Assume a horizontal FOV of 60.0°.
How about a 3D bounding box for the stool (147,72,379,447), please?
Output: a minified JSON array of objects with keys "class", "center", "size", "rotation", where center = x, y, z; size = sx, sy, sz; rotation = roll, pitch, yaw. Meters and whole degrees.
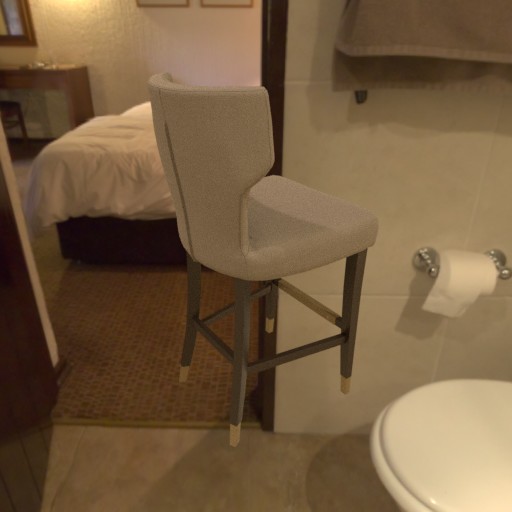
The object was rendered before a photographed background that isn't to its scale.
[{"class":"stool","center":[0.000,0.000,1.438],"size":[0.563,1.092,0.526],"rotation":[-18,32,-32]}]
